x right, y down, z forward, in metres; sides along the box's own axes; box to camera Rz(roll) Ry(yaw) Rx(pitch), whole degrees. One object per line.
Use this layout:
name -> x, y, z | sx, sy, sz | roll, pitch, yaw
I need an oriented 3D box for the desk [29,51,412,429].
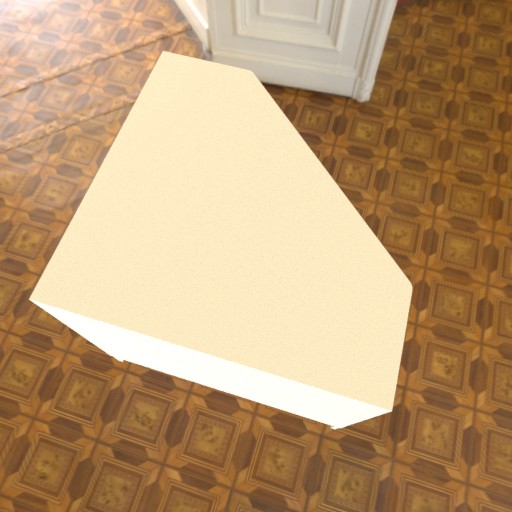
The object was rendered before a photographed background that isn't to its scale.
desk -> 0.000, 0.000, 1.639 | 0.940, 0.818, 0.926 | 15, 67, 7
